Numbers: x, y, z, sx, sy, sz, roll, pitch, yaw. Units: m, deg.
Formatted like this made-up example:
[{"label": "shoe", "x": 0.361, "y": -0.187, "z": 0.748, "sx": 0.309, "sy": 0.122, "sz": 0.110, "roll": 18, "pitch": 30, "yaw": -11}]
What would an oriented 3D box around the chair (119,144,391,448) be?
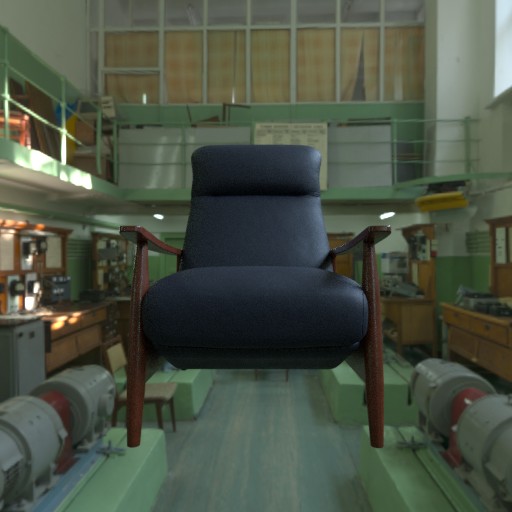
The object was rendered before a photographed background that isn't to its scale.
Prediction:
[{"label": "chair", "x": 0.000, "y": 0.000, "z": 1.734, "sx": 0.762, "sy": 1.082, "sz": 1.014, "roll": 0, "pitch": 0, "yaw": 0}]
